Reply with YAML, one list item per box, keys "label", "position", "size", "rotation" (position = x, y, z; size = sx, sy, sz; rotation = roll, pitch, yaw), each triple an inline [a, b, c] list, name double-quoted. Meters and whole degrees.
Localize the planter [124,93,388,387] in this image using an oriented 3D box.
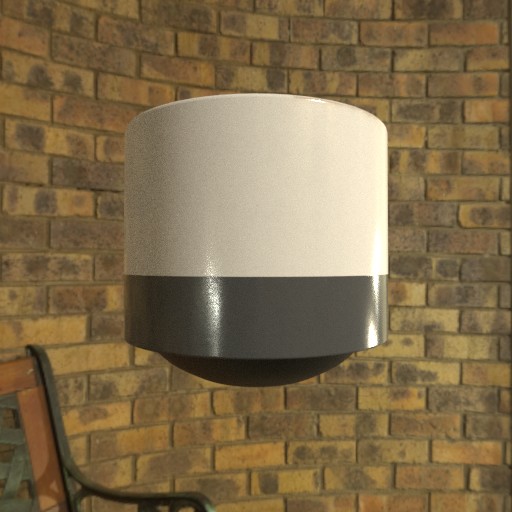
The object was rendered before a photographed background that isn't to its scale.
- label: "planter"
  position: [0.000, 0.000, 0.338]
  size: [0.193, 0.177, 0.193]
  rotation: [0, -1, 0]
